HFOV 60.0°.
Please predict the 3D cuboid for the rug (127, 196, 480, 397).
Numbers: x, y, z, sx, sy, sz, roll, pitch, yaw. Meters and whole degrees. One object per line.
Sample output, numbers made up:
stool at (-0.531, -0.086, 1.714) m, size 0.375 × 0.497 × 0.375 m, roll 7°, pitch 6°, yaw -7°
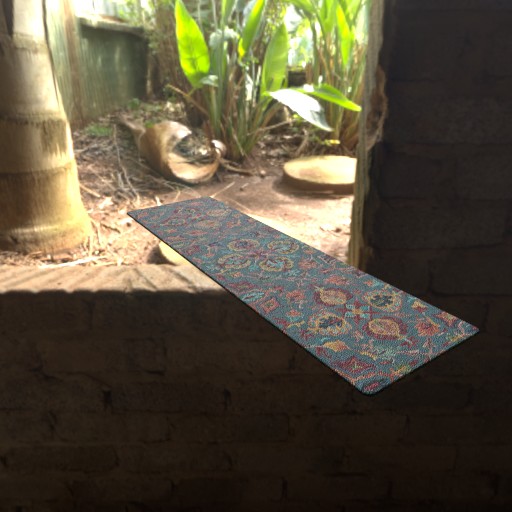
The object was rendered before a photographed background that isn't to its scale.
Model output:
rug at (0.000, 0.000, 2.502) m, size 0.686 × 0.013 × 2.286 m, roll -16°, pitch 29°, yaw -31°
